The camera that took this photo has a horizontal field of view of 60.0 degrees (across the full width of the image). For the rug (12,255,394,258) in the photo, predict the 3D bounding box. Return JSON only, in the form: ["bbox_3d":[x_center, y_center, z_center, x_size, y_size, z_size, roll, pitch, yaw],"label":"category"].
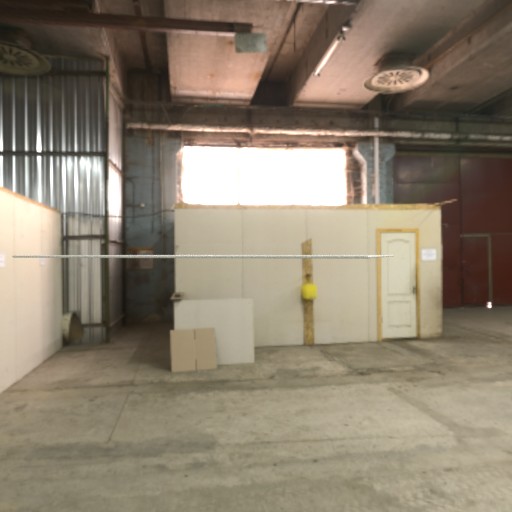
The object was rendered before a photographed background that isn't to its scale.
[{"bbox_3d":[0.000,0.000,2.698,1.533,0.010,2.142,0,0,19],"label":"rug"}]
